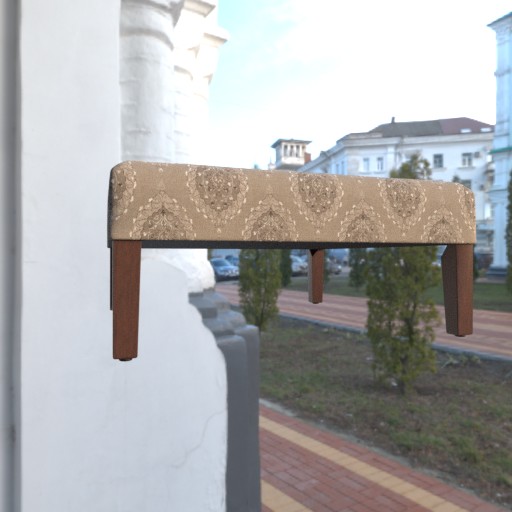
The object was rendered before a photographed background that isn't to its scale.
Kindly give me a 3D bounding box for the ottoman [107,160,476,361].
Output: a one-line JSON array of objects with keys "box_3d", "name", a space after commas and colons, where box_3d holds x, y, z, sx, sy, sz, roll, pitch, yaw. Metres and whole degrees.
[{"box_3d": [0.000, 0.000, 1.395, 0.889, 0.411, 0.890, 0, 0, -19], "name": "ottoman"}]
